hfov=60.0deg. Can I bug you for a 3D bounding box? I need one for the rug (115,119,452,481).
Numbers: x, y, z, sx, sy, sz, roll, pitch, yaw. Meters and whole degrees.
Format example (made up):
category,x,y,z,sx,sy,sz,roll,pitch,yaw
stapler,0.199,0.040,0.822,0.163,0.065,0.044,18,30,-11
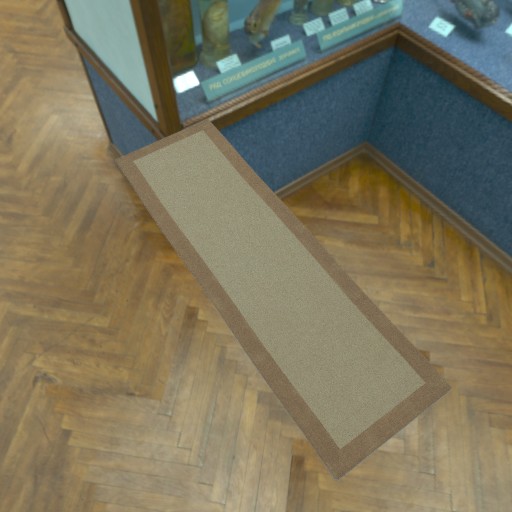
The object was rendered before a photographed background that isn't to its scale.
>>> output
category,x,y,z,sx,sy,sz,roll,pitch,yaw
rug,0.000,0.000,2.669,0.767,0.012,2.430,-30,62,-18
